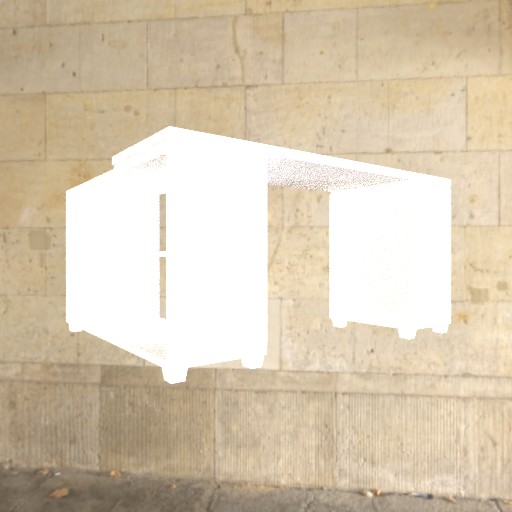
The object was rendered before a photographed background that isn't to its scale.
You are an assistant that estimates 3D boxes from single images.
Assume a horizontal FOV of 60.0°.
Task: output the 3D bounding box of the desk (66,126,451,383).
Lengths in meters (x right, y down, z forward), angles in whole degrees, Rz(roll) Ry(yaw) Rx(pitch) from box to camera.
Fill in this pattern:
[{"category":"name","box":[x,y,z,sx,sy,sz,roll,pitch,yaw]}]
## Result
[{"category":"desk","box":[0.000,0.000,2.234,1.524,0.759,1.199,0,0,-37]}]
